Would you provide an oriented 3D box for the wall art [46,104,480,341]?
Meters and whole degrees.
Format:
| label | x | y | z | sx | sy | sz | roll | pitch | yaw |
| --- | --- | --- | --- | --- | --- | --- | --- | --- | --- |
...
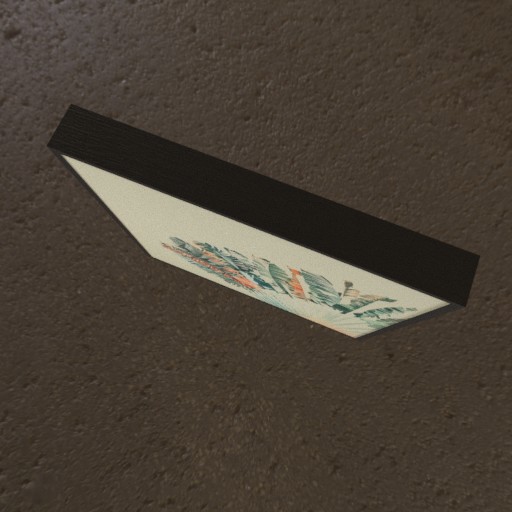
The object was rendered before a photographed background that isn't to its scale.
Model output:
| label | x | y | z | sx | sy | sz | roll | pitch | yaw |
| --- | --- | --- | --- | --- | --- | --- | --- | --- | --- |
| wall art | 0.000 | 0.000 | 0.445 | 0.302 | 0.300 | 0.036 | 21 | 76 | 6 |
